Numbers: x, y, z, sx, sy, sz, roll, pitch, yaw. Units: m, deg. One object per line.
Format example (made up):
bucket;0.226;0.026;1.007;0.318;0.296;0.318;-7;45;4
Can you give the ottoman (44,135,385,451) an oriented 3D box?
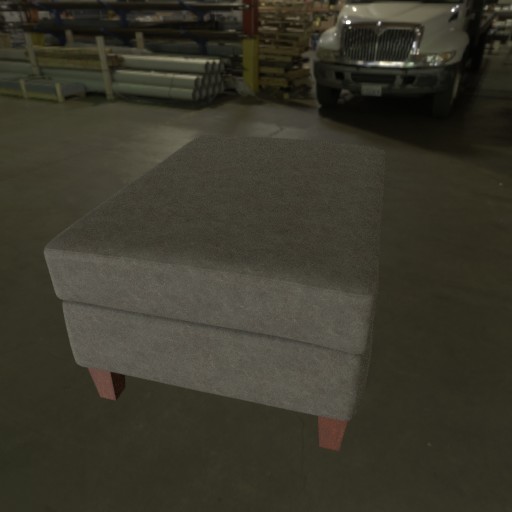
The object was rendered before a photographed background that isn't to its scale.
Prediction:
ottoman;0.000;0.000;1.211;0.639;0.464;0.839;8;31;13
